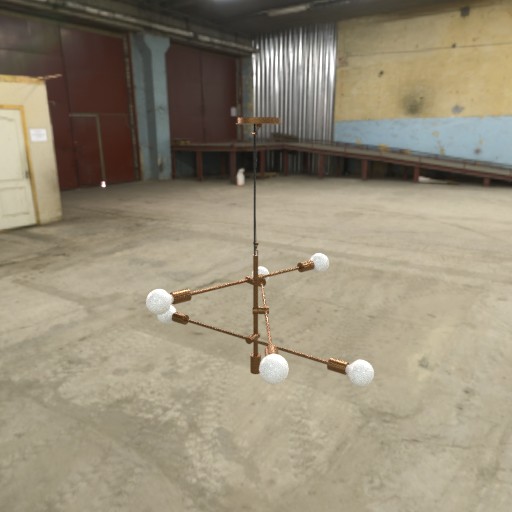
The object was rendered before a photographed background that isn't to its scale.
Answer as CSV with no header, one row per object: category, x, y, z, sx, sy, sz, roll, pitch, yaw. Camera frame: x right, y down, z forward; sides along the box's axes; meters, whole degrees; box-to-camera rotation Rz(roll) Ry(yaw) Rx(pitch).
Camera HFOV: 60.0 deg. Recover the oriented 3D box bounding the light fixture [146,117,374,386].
light fixture,0.000,0.000,1.252,0.637,0.744,0.682,-8,17,-26
